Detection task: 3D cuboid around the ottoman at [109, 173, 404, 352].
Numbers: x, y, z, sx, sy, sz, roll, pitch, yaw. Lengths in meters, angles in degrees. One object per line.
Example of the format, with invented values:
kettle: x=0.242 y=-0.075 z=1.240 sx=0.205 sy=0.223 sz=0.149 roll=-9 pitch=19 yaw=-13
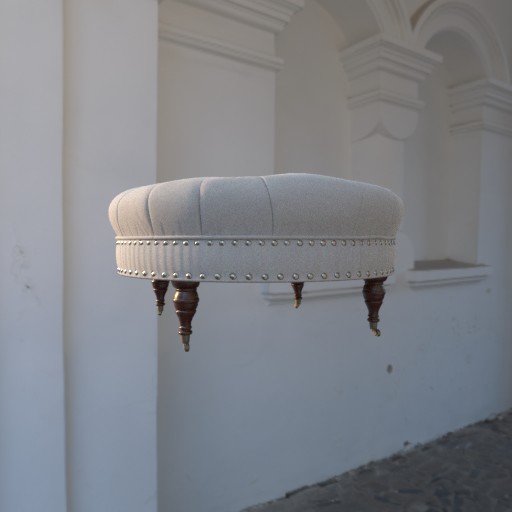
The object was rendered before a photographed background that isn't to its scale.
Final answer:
ottoman: x=0.000 y=0.000 z=1.416 sx=0.901 sy=0.439 sz=0.901 roll=0 pitch=2 yaw=0
